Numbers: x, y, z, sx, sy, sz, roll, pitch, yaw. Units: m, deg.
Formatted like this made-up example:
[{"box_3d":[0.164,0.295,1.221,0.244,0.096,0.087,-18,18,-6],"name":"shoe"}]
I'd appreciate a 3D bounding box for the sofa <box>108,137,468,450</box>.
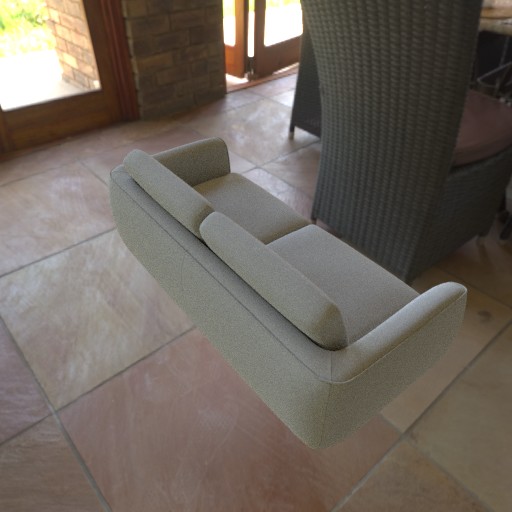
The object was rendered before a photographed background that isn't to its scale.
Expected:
[{"box_3d":[0.000,0.000,2.429,0.920,0.850,2.000,-26,46,-28],"name":"sofa"}]
